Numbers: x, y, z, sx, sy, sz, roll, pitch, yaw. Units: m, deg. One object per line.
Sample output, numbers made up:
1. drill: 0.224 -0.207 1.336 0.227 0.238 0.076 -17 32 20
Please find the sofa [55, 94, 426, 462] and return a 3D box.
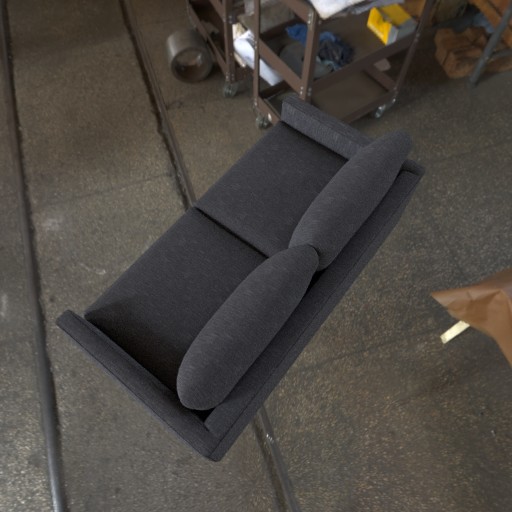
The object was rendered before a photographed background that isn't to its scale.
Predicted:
1. sofa: 0.000 0.000 2.199 0.866 0.862 1.716 35 68 16
